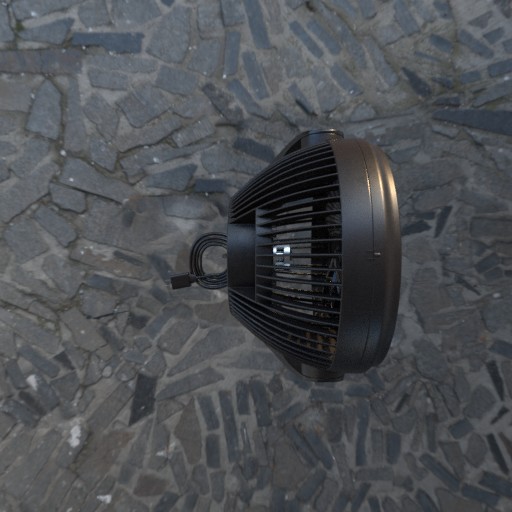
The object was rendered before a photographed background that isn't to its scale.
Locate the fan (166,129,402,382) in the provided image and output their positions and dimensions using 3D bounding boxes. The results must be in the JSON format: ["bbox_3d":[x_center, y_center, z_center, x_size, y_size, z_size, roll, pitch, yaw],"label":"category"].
[{"bbox_3d":[0.000,0.000,0.483,0.256,0.277,0.273,0,90,1],"label":"fan"}]
